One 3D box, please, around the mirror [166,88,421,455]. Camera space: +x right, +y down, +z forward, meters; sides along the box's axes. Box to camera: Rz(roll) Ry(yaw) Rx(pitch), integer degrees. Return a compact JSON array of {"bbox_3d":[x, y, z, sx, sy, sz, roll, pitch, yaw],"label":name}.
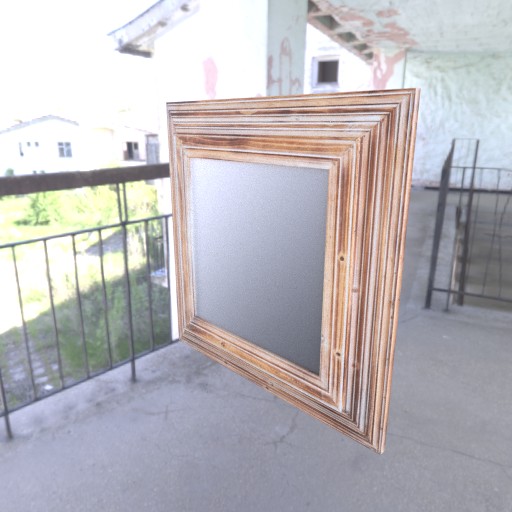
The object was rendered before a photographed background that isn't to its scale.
[{"bbox_3d":[0.000,0.000,1.187,0.061,0.804,0.804,-16,23,-42],"label":"mirror"}]
